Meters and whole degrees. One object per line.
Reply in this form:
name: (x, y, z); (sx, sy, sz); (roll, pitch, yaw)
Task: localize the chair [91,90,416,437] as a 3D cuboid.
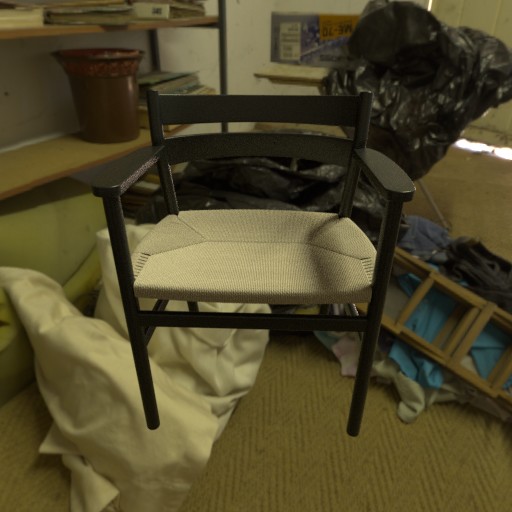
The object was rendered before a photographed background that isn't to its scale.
chair: (0.000, 0.000, 1.165); (0.630, 0.775, 0.508); (1, 31, 2)
